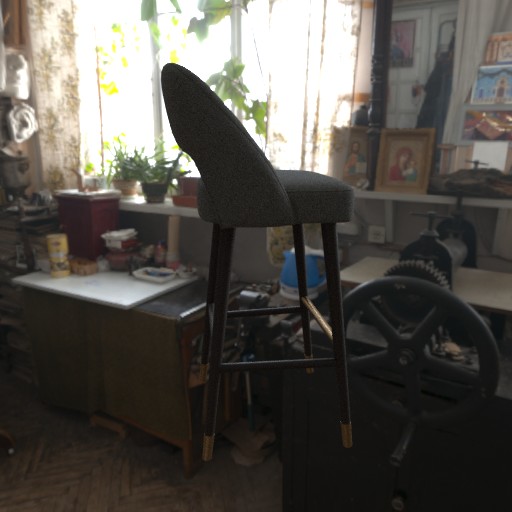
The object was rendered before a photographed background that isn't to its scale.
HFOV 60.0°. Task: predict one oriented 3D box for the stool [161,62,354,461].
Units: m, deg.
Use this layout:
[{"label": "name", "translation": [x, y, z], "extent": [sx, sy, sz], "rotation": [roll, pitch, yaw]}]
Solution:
[{"label": "stool", "translation": [0.000, 0.000, 1.379], "extent": [0.524, 1.089, 0.536], "rotation": [-2, 15, -8]}]
